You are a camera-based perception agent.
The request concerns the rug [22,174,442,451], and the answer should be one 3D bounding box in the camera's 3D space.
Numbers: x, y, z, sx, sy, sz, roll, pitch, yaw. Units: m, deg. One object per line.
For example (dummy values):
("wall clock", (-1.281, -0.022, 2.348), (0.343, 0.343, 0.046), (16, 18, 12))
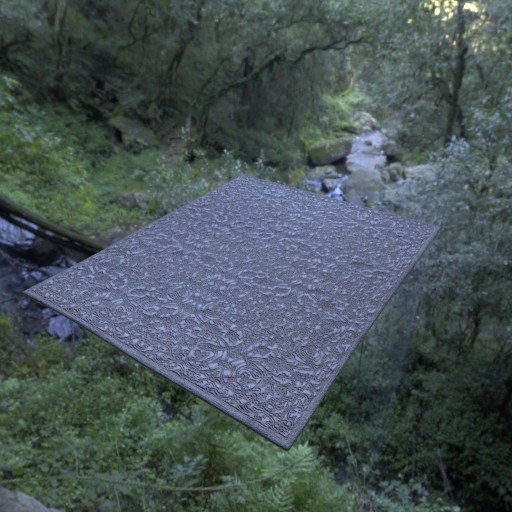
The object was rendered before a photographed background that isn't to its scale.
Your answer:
("rug", (0.000, 0.000, 3.988), (2.472, 0.035, 3.017), (20, 37, 28))
